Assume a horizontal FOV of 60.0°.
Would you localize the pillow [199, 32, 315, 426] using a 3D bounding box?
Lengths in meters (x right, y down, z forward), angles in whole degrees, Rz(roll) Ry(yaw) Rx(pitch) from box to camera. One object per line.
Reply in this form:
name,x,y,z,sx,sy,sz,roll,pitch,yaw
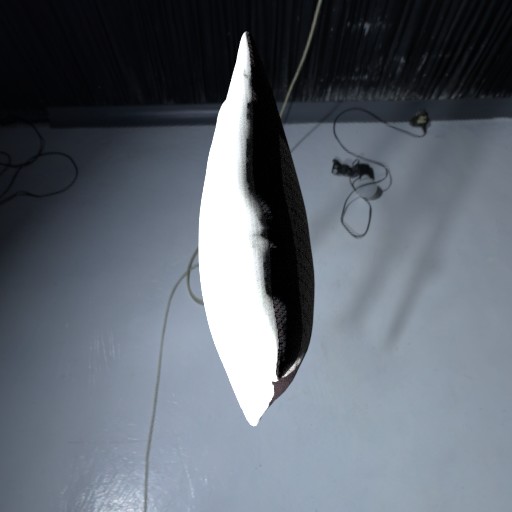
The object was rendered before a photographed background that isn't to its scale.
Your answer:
pillow,0.000,0.000,0.712,0.178,0.473,0.475,-3,64,-1
